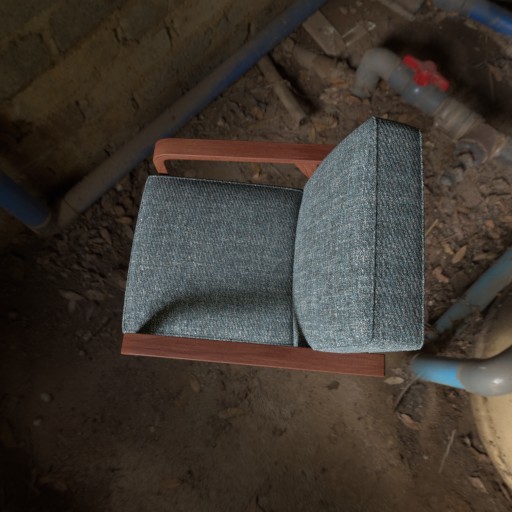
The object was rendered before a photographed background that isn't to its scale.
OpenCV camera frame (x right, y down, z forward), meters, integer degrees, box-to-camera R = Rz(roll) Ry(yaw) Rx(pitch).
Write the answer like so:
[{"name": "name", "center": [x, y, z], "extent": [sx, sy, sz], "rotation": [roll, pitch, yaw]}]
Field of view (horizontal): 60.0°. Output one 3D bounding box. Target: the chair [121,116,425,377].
[{"name": "chair", "center": [0.000, 0.000, 1.490], "extent": [0.889, 0.864, 0.719], "rotation": [5, 75, 1]}]
